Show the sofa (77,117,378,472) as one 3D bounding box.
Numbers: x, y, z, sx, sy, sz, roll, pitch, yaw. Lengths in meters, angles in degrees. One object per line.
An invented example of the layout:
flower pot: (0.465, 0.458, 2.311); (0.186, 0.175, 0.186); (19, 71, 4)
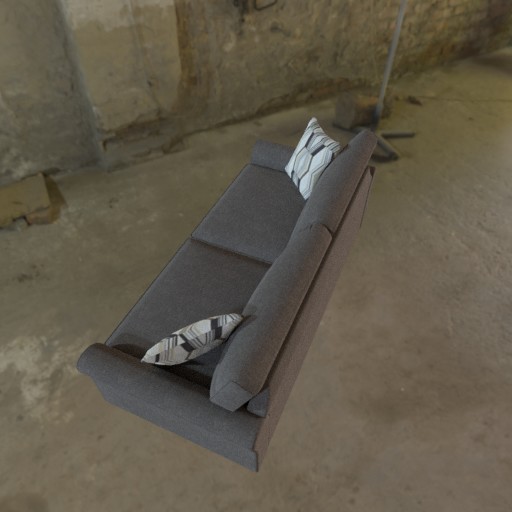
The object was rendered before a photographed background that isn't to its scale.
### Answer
sofa: (0.000, 0.000, 2.538); (0.889, 0.813, 2.032); (18, 49, 16)
